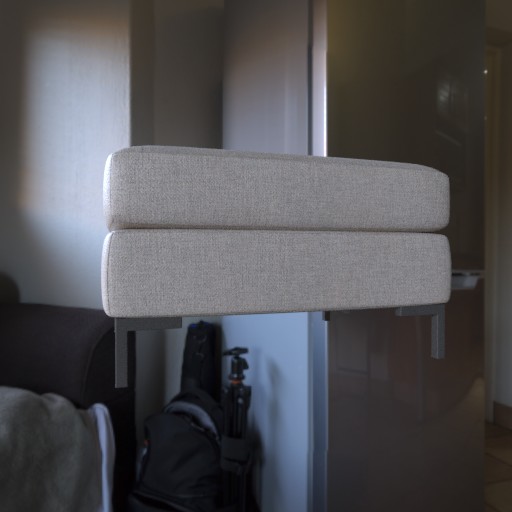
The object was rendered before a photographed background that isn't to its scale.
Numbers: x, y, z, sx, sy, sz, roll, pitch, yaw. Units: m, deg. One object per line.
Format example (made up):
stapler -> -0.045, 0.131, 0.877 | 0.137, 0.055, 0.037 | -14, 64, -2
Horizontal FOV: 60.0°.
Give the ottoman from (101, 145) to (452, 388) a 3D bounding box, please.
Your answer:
ottoman -> 0.000, 0.000, 1.253 | 0.820, 0.490, 0.671 | 0, 1, -18
